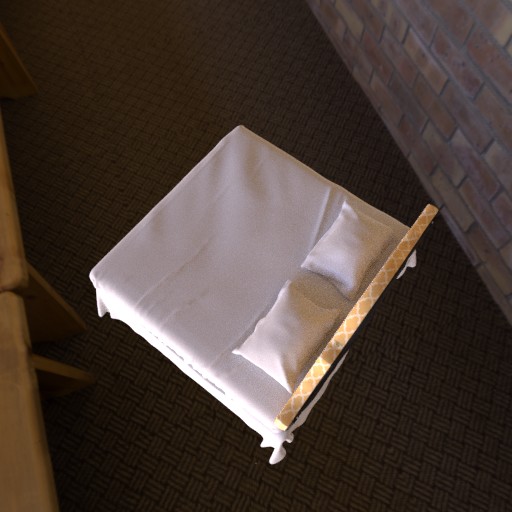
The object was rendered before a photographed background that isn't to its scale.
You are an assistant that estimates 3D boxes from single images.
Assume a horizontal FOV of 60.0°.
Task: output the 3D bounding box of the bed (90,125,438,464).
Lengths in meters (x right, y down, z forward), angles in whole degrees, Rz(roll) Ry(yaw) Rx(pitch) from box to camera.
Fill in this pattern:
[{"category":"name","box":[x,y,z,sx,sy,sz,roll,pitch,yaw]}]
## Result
[{"category":"bed","box":[0.000,0.000,3.665,2.222,1.601,2.314,35,70,15]}]
